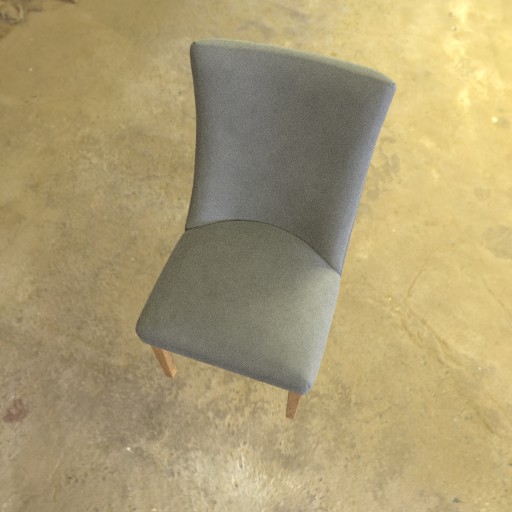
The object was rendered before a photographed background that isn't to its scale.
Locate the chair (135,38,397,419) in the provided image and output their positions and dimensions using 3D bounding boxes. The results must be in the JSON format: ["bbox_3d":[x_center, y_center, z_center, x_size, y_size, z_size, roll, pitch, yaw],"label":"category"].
[{"bbox_3d":[0.000,0.000,1.235,0.495,0.902,0.610,16,60,9],"label":"chair"}]
